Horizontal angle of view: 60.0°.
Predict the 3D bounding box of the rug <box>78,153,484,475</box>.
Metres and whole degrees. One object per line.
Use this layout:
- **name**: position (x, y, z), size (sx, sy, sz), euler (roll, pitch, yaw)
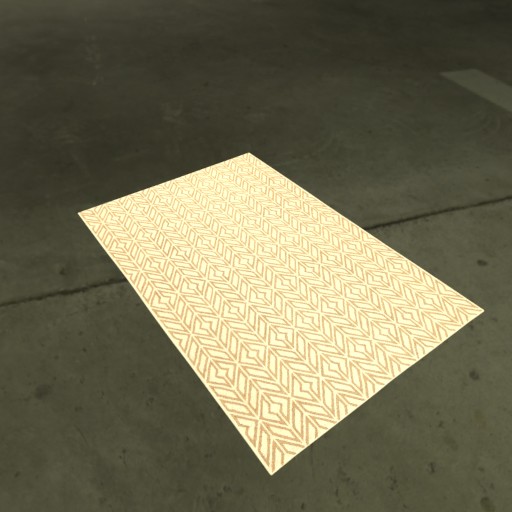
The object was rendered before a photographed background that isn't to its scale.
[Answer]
- **rug**: position (0.000, 0.000, 2.286), size (1.220, 0.007, 1.828), euler (-26, 47, -26)
